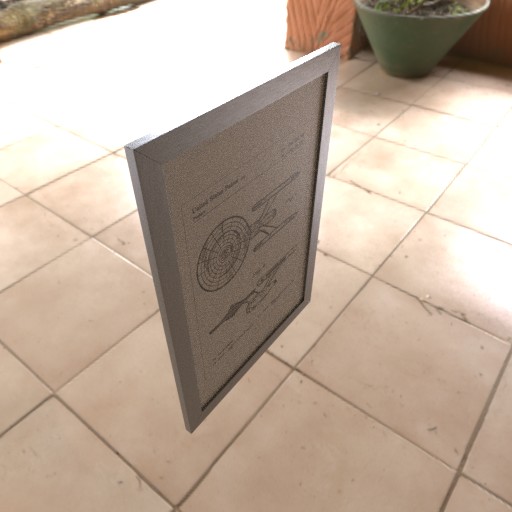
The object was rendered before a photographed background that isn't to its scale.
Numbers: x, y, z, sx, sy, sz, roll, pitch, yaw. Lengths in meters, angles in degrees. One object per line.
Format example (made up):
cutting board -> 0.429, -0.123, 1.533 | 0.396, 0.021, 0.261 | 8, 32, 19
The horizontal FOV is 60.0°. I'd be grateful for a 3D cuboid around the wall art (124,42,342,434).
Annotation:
wall art -> 0.000, 0.000, 0.683 | 0.013, 0.529, 0.376 | 27, 48, 27
